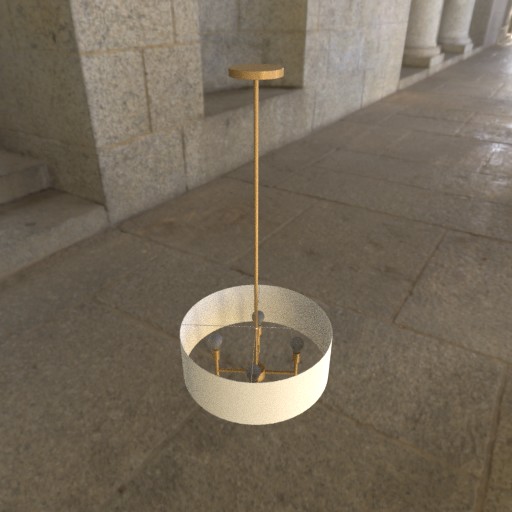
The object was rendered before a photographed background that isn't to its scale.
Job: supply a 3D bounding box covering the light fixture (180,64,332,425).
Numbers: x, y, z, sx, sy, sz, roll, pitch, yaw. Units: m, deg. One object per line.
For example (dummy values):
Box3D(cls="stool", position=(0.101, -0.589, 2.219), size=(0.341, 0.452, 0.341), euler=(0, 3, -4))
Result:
Box3D(cls="light fixture", position=(0.000, 0.000, 1.352), size=(0.508, 1.067, 0.508), euler=(0, 30, 0))
